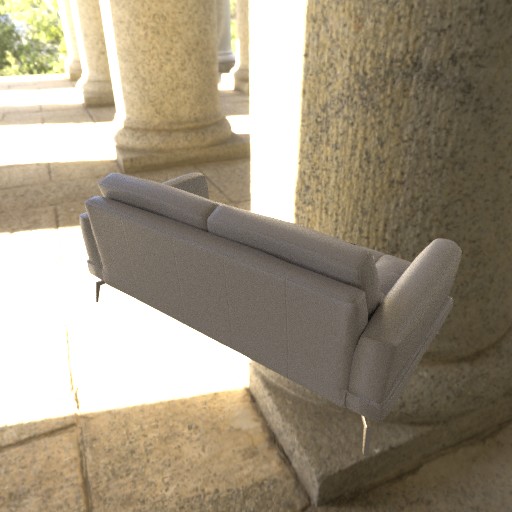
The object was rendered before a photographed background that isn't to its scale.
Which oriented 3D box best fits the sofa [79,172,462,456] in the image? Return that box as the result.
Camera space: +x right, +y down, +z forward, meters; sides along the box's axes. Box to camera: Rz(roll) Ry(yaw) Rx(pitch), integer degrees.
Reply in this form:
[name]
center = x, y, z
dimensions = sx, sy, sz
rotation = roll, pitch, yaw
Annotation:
[sofa]
center = 0.000, 0.000, 2.741
dimensions = 2.177, 0.930, 1.121
rotation = 20, 35, 31
